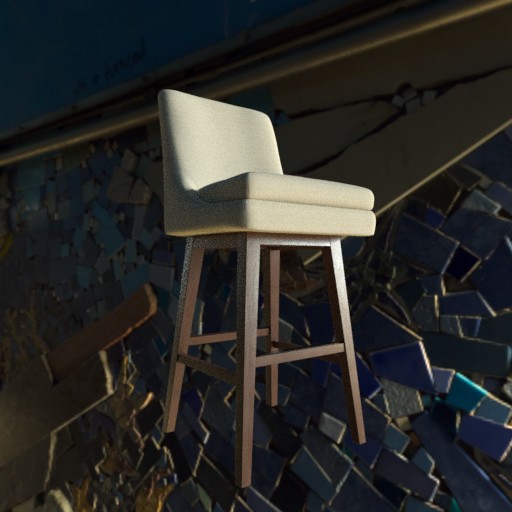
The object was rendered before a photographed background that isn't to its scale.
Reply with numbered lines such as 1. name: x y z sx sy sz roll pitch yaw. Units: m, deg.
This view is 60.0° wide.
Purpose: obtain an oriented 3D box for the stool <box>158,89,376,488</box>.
1. stool: 0.000 0.000 1.364 0.483 1.093 0.559 0 0 -36
